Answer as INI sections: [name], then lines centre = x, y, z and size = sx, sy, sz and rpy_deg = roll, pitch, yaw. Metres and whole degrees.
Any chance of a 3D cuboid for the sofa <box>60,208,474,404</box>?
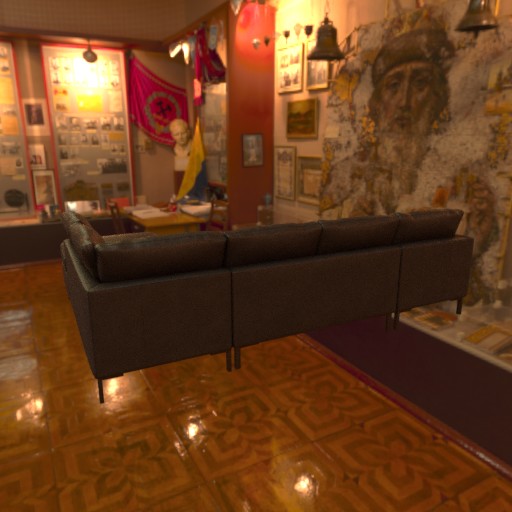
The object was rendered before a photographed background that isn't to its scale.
[sofa]
centre = 0.000, 0.000, 3.769
size = 2.956, 0.900, 1.939
rpy_deg = -7, 16, -26
